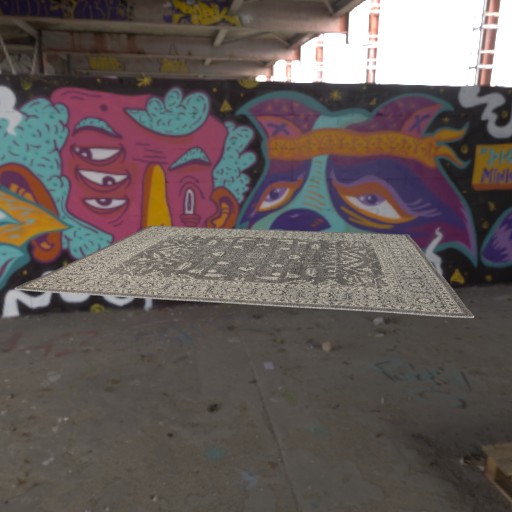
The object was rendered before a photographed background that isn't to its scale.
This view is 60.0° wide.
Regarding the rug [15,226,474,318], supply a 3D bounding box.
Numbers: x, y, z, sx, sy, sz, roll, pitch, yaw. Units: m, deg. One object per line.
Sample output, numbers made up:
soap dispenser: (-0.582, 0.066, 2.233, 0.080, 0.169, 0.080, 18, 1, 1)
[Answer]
rug: (0.000, 0.000, 4.052, 3.069, 0.026, 2.451, 2, 15, 9)
